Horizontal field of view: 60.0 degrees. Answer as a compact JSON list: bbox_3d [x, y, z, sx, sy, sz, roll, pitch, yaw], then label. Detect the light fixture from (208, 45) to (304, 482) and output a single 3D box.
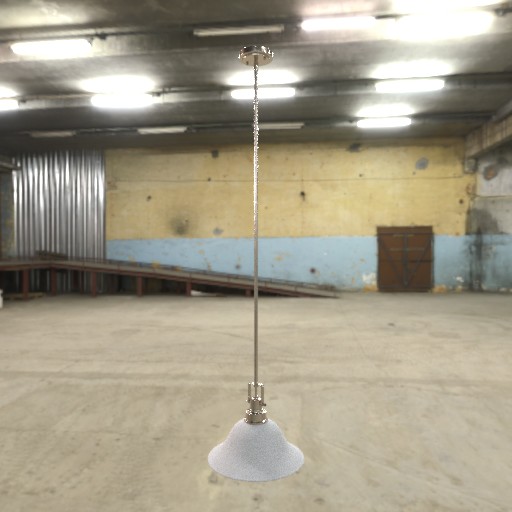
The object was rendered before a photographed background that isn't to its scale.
[{"bbox_3d":[0.000,0.000,1.486,0.324,1.354,0.324,0,0,35],"label":"light fixture"}]
